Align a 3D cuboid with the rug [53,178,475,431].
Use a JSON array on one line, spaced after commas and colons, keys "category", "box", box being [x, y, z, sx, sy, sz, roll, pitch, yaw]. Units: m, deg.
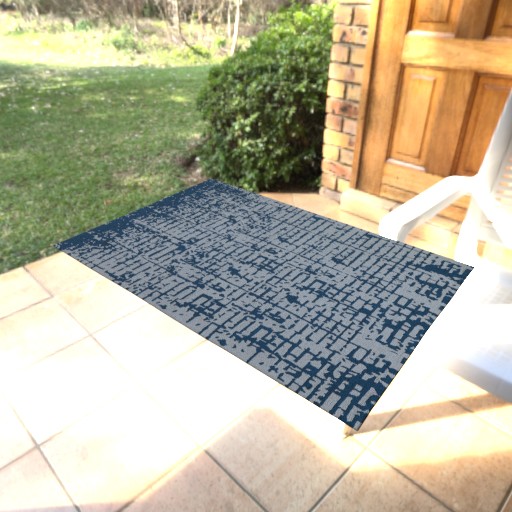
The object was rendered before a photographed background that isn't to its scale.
[{"category": "rug", "box": [0.000, 0.000, 2.299, 1.828, 0.007, 1.220, 23, 39, 32]}]
